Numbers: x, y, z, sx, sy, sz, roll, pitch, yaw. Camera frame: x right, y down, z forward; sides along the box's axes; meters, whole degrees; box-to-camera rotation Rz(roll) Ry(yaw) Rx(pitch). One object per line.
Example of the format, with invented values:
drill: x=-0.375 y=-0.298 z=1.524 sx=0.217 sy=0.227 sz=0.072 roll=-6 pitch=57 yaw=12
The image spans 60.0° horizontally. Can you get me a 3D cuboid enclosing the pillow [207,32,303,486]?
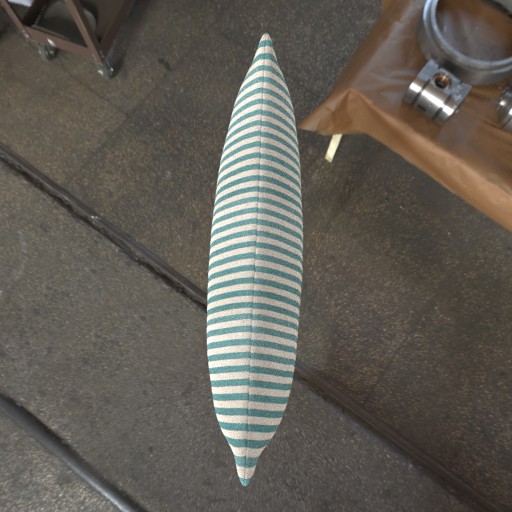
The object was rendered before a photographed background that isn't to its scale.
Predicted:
pillow: x=0.000 y=0.000 z=0.723 sx=0.151 sy=0.295 sz=0.617 roll=3 pitch=76 yaw=1
